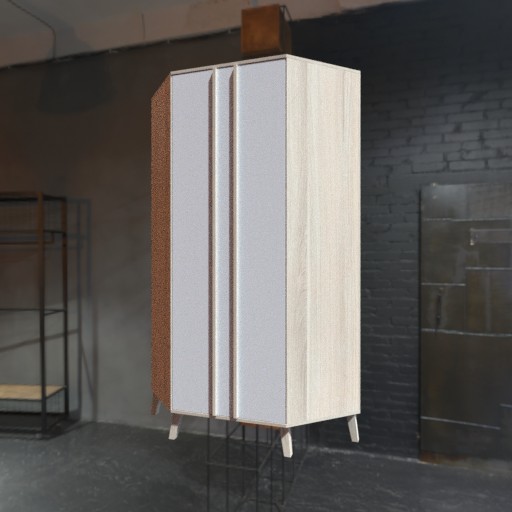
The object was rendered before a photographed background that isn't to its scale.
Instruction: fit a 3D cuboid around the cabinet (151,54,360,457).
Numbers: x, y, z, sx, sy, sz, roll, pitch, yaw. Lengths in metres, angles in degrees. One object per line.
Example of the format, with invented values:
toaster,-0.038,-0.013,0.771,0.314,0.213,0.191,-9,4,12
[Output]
cabinet,0.000,0.000,2.696,1.272,1.957,0.969,0,0,19
